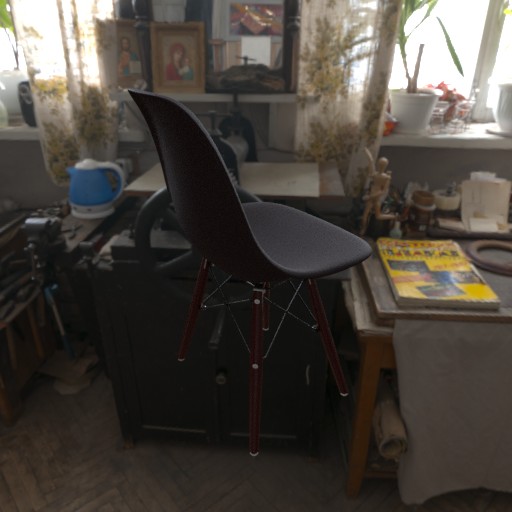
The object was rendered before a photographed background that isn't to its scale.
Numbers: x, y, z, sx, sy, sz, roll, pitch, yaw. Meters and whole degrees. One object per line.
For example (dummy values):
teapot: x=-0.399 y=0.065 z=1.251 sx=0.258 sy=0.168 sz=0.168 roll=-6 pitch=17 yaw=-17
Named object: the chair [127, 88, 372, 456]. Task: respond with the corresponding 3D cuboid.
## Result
chair: x=0.000 y=0.000 z=1.130 sx=0.533 sy=0.826 sz=0.470 roll=-18 pitch=32 yaw=-31
